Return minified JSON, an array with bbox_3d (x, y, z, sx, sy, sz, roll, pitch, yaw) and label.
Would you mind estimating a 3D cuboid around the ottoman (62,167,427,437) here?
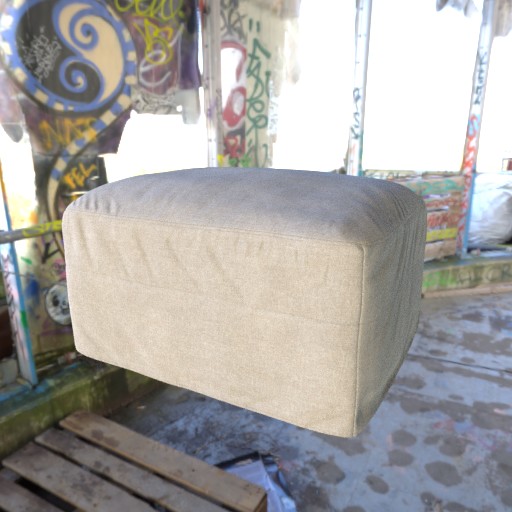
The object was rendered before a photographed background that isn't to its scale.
[{"bbox_3d":[0.000,0.000,1.243,0.837,0.481,0.683,9,18,27],"label":"ottoman"}]
